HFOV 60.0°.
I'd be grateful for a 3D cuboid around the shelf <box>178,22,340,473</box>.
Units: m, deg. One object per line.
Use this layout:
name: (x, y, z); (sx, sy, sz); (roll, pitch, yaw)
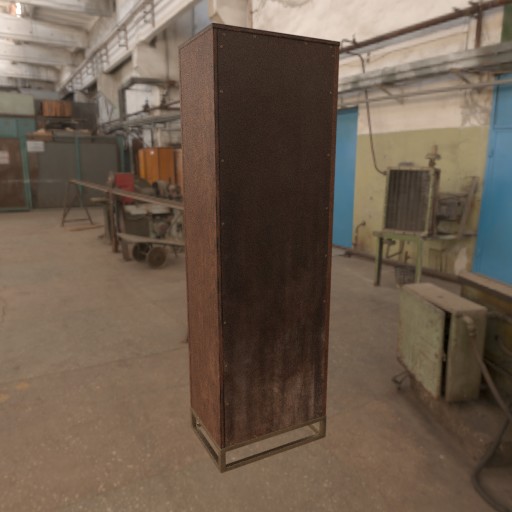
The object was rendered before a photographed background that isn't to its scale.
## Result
shelf: (0.000, 0.000, 1.960); (0.539, 1.732, 0.395); (-6, 14, -27)
